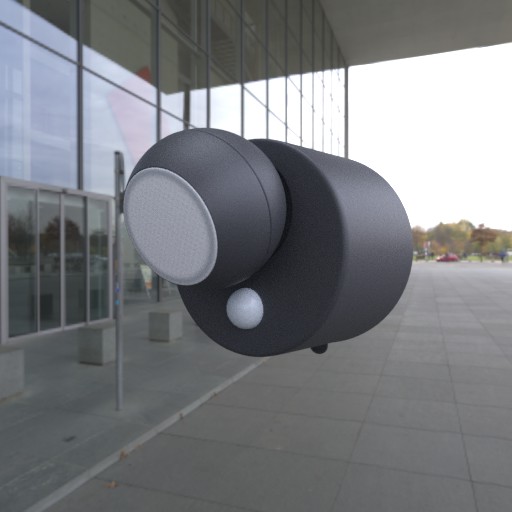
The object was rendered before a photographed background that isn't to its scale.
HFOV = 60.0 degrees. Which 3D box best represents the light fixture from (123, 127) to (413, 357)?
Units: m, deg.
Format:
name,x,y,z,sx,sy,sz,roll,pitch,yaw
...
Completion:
name,x,y,z,sx,sy,sz,roll,pitch,yaw
light fixture,0.000,0.000,0.259,0.134,0.143,0.160,0,0,36
